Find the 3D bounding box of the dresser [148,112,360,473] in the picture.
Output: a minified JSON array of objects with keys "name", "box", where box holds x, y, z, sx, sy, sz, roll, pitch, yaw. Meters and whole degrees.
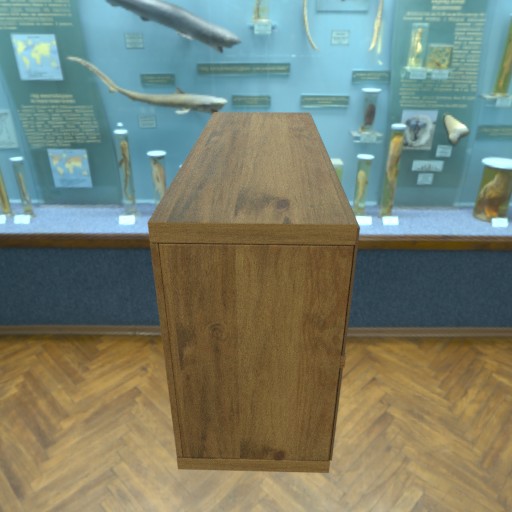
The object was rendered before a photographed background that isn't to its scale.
[{"name":"dresser","box":[0.000,0.000,1.676,0.479,0.825,1.261,1,28,1]}]
